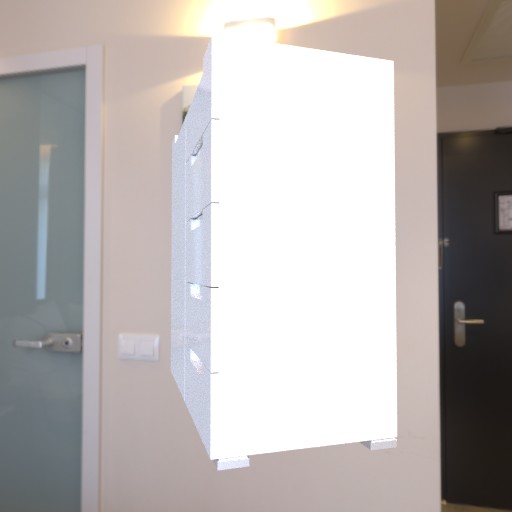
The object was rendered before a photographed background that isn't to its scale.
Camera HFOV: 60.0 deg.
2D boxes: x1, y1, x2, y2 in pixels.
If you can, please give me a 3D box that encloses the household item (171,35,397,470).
[{"bbox_3d":[0.000,0.000,1.322,0.420,0.870,0.800,1,-2,-16],"label":"household item"}]
